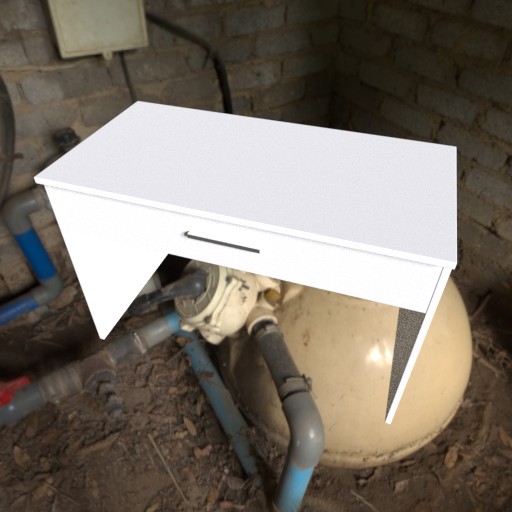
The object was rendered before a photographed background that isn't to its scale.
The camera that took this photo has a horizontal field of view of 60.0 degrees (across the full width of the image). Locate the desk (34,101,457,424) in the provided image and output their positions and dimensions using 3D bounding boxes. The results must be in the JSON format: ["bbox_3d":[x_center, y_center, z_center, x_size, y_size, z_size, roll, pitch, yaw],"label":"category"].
[{"bbox_3d":[0.000,0.000,1.524,1.100,0.730,0.560,13,43,14],"label":"desk"}]
